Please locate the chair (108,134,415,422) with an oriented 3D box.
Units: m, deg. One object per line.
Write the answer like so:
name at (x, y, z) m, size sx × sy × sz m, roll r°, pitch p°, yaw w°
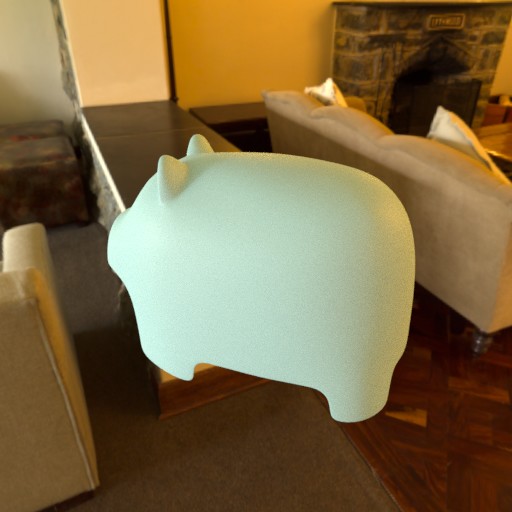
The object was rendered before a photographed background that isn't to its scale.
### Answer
chair at (0.000, 0.000, 0.880) m, size 0.619 × 0.423 × 0.364 m, roll 9°, pitch 32°, yaw 14°
